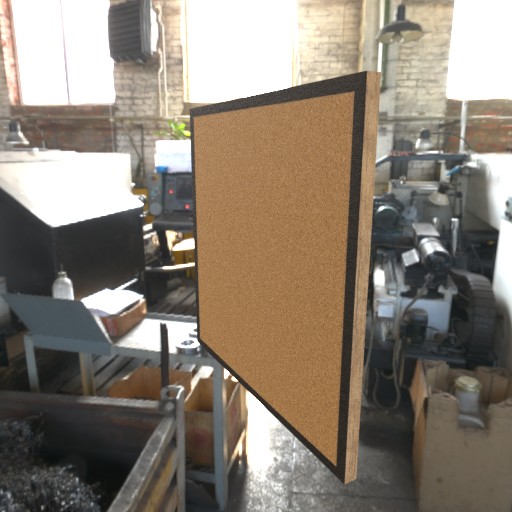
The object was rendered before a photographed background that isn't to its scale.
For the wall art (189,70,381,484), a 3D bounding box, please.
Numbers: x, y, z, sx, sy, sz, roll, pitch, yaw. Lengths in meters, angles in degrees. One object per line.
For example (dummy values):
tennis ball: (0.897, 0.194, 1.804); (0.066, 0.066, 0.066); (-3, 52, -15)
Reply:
wall art: (0.000, 0.000, 1.012); (0.029, 0.691, 0.695); (-7, 15, -29)
